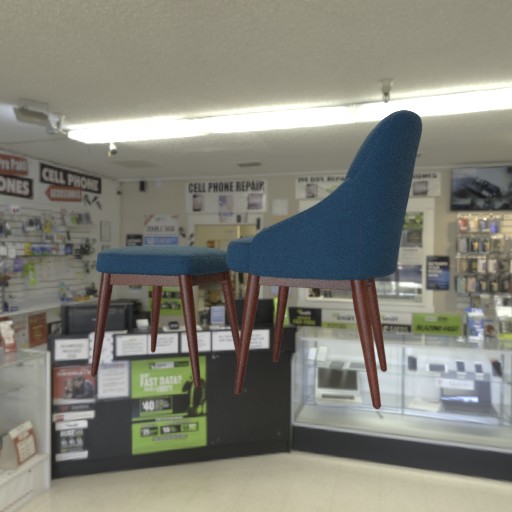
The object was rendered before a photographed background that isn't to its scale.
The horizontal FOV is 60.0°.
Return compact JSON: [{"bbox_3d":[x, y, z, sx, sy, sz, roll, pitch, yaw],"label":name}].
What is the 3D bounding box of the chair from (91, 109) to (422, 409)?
[{"bbox_3d":[0.000,0.000,1.594,1.114,0.866,0.584,0,1,19],"label":"chair"}]
